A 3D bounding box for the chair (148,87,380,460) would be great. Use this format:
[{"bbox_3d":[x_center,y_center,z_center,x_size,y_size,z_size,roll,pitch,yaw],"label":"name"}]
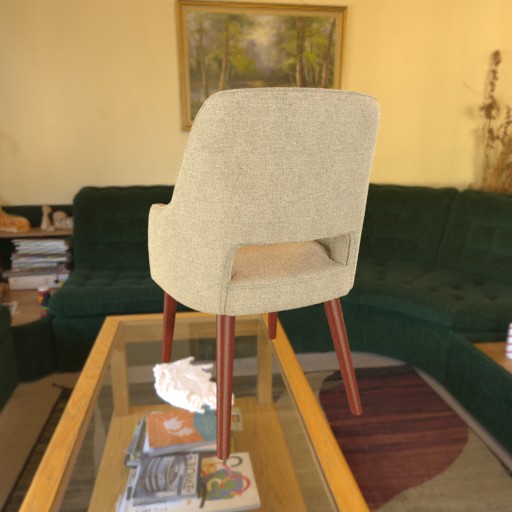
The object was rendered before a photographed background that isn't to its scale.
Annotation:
[{"bbox_3d":[0.000,0.000,1.262,0.548,0.849,0.605,-7,17,-25],"label":"chair"}]
